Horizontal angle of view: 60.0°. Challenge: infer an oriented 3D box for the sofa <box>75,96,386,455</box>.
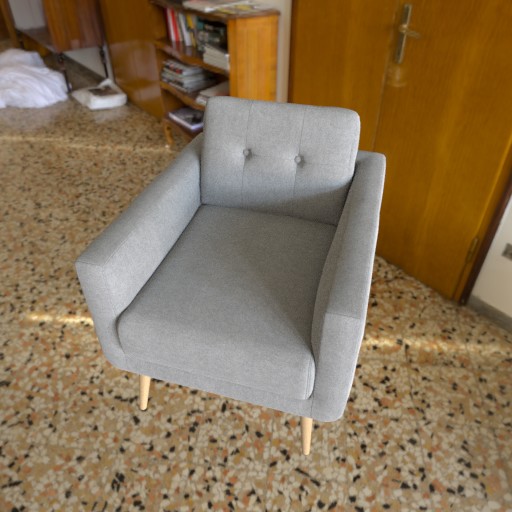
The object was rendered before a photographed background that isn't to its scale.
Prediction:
[{"bbox_3d":[0.000,0.000,1.522,0.770,0.860,0.920,10,39,13],"label":"sofa"}]
